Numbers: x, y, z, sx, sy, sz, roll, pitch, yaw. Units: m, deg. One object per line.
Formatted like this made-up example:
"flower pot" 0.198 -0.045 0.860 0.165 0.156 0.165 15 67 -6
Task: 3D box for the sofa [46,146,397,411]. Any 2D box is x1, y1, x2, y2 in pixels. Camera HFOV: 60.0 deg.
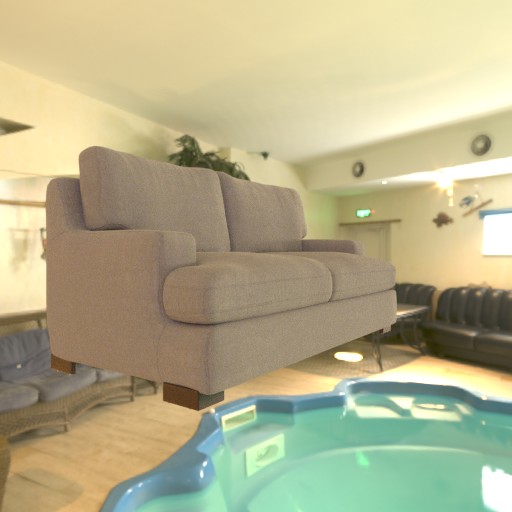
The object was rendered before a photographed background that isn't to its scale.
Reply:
"sofa" 0.000 0.000 2.379 0.962 0.980 1.855 0 1 36
